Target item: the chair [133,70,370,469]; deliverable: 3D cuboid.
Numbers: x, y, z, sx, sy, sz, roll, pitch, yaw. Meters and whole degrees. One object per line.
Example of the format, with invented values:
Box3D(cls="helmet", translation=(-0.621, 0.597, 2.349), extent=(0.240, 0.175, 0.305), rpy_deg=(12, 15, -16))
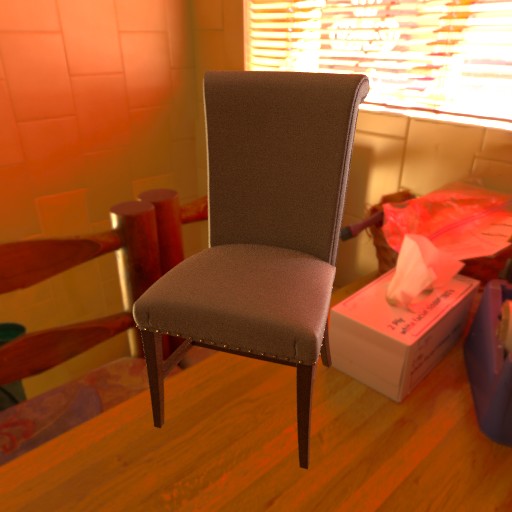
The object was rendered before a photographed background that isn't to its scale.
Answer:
Box3D(cls="chair", translation=(0.000, 0.000, 1.322), extent=(0.513, 0.988, 0.608), rpy_deg=(8, 27, 16))
